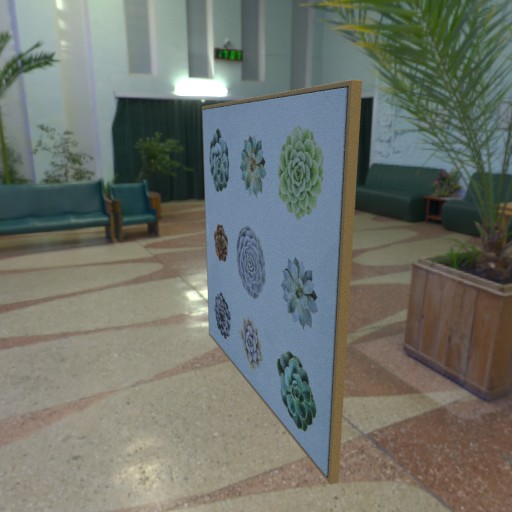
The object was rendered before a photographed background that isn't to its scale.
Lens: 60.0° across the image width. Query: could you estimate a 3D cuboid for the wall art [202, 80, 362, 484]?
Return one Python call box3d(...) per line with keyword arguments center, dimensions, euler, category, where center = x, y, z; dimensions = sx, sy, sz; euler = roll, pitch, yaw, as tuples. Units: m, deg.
box3d(center=(0.000, 0.000, 0.675), dimensions=(0.013, 0.455, 0.457), euler=(-7, 17, -23), category="wall art")
